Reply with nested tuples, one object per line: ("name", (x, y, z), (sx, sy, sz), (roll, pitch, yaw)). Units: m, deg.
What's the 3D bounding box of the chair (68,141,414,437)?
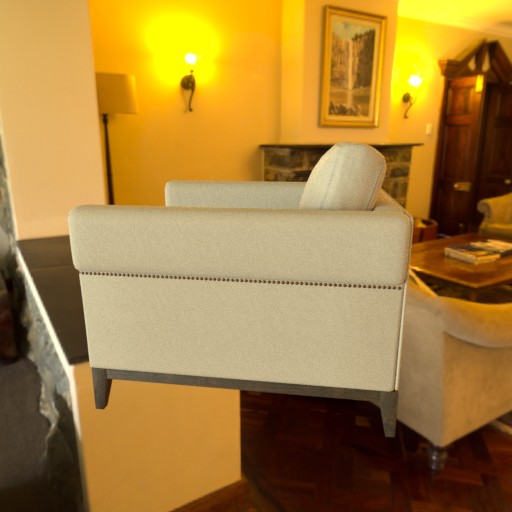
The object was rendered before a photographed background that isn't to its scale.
("chair", (0.000, 0.000, 1.681), (0.959, 0.838, 0.914), (2, 15, 8))
